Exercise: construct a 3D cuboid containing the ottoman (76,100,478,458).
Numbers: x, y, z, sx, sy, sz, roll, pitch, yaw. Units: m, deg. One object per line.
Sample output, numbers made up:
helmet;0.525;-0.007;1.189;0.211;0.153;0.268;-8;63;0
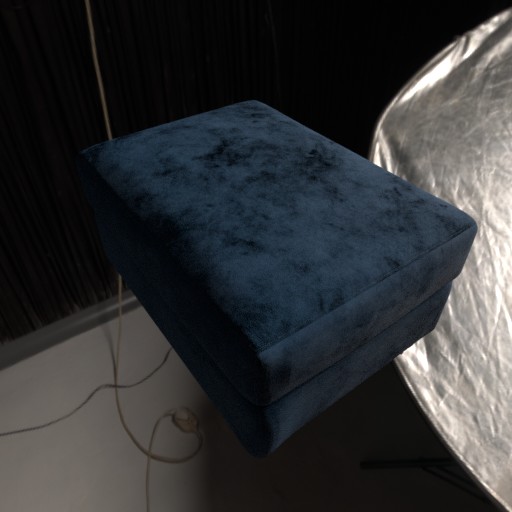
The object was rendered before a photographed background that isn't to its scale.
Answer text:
ottoman;0.000;0.000;1.100;0.572;0.503;0.773;-26;47;-26
